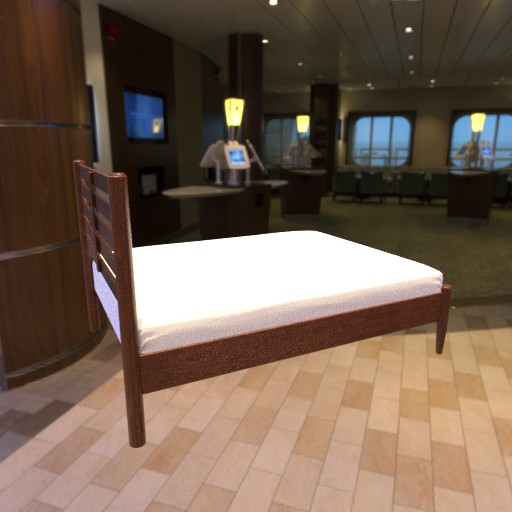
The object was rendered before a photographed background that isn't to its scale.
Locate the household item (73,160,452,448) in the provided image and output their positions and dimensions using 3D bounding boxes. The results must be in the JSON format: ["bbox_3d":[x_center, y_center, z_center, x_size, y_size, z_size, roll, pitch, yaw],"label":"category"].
[{"bbox_3d":[0.000,0.000,3.243,2.232,1.356,1.663,-7,16,-26],"label":"household item"}]
